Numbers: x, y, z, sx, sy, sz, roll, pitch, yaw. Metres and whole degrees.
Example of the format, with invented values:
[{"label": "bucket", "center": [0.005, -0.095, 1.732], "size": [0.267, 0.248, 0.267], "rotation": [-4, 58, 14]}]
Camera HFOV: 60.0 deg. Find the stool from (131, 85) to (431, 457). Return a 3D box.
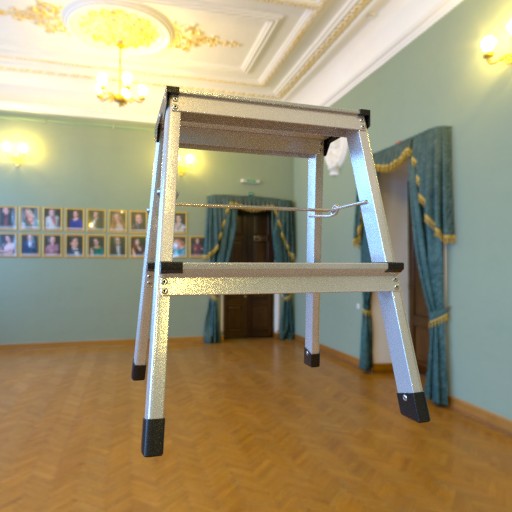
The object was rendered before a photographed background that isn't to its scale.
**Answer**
[{"label": "stool", "center": [0.000, 0.000, 0.771], "size": [0.404, 0.480, 0.405], "rotation": [0, -1, -17]}]
